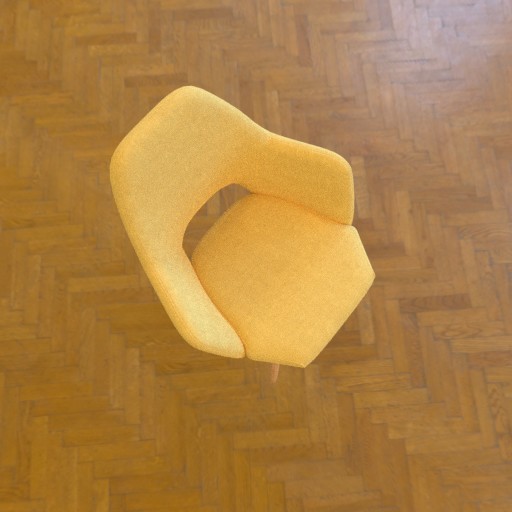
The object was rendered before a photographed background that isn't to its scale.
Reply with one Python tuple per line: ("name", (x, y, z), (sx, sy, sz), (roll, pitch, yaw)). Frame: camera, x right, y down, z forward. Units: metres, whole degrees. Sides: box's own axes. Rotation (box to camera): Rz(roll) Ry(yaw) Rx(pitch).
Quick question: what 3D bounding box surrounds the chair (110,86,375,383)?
("chair", (0.000, 0.000, 1.267), (0.610, 0.840, 0.590), (39, 79, 9))
